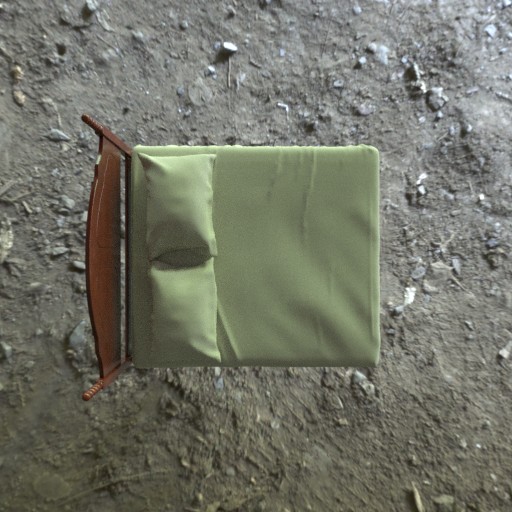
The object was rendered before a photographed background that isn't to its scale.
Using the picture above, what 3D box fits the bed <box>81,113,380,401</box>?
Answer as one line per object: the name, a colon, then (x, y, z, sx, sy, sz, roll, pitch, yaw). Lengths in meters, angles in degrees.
bed: (0.000, 0.000, 3.207, 2.040, 1.356, 1.873, 0, 90, -1)
